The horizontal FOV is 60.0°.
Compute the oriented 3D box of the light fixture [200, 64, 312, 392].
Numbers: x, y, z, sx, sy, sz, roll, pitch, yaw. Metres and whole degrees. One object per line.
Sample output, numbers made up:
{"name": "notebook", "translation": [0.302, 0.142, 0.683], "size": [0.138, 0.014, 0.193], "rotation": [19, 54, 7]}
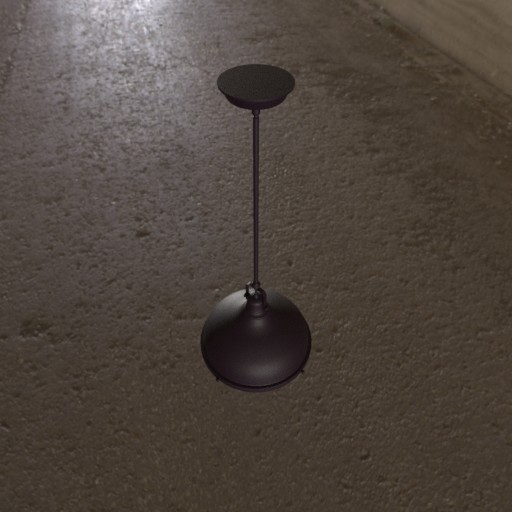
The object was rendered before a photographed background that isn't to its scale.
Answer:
{"name": "light fixture", "translation": [0.000, 0.000, 1.045], "size": [0.341, 0.849, 0.341], "rotation": [31, 54, 26]}
